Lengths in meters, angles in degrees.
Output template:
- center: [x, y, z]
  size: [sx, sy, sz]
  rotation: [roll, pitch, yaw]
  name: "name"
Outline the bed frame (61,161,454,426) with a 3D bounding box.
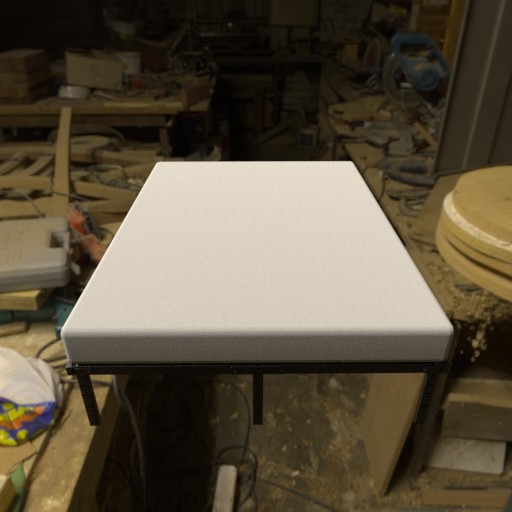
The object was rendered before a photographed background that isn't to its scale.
- center: [0.000, 0.000, 3.464]
  size: [1.990, 0.680, 2.635]
  rotation: [0, 30, 0]
  name: "bed frame"
